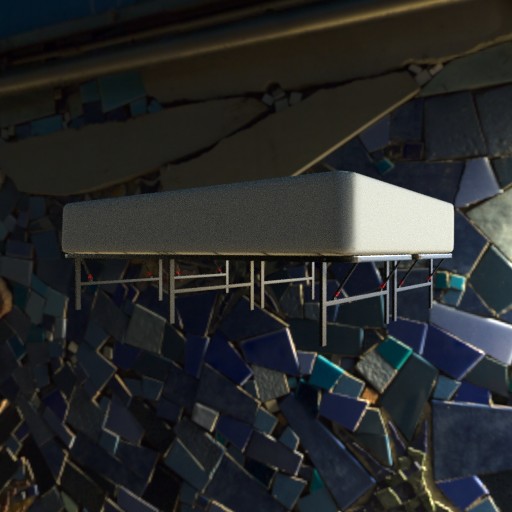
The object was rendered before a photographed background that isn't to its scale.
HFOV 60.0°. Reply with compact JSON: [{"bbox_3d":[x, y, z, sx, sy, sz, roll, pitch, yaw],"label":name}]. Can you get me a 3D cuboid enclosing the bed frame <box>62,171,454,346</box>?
[{"bbox_3d":[0.000,0.000,2.838,2.037,0.677,1.528,1,1,38],"label":"bed frame"}]
